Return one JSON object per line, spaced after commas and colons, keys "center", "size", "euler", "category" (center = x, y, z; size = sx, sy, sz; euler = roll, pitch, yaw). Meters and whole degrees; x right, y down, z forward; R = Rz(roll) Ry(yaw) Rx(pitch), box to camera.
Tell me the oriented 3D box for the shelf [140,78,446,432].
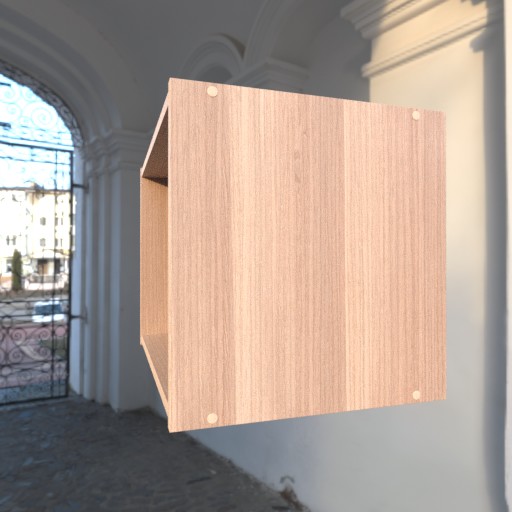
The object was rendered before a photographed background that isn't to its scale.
{"center": [0.000, 0.000, 0.622], "size": [0.290, 0.305, 0.415], "euler": [0, 0, -18], "category": "shelf"}
